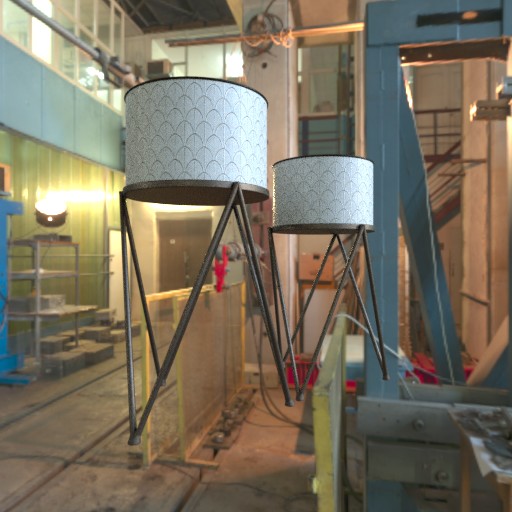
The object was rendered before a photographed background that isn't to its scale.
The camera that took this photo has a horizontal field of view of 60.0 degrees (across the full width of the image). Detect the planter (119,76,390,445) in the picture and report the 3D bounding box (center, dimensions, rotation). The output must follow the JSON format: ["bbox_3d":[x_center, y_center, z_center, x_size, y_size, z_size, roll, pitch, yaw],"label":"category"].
[{"bbox_3d":[0.000,0.000,1.165,0.769,0.712,0.413,0,0,-34],"label":"planter"}]
